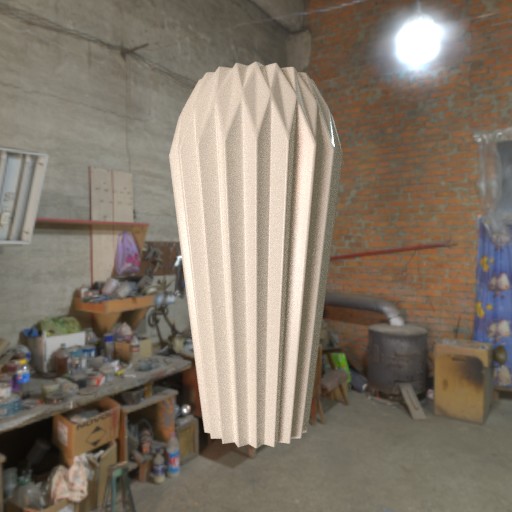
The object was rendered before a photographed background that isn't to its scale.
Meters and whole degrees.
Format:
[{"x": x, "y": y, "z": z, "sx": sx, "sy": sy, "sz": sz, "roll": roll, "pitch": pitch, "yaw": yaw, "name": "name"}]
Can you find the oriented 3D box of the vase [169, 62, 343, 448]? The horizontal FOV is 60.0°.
[{"x": 0.000, "y": 0.000, "z": 0.343, "sx": 0.133, "sy": 0.263, "sz": 0.133, "roll": 0, "pitch": 0, "yaw": 0, "name": "vase"}]
